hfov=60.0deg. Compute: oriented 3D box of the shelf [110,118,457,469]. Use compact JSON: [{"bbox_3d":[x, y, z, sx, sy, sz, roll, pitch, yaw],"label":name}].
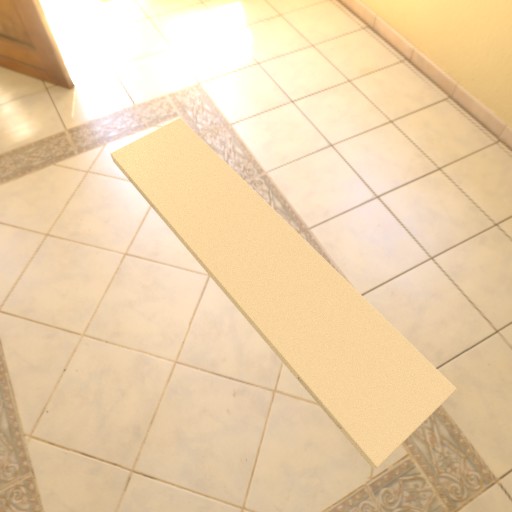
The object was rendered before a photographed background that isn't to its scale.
[{"bbox_3d":[0.000,0.000,0.648,0.140,0.020,0.610,-34,64,-19],"label":"shelf"}]
